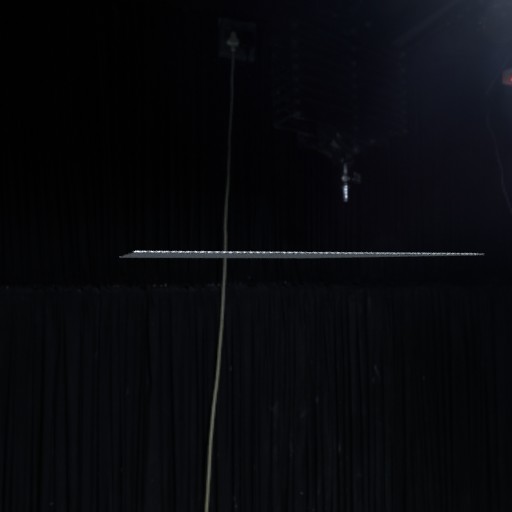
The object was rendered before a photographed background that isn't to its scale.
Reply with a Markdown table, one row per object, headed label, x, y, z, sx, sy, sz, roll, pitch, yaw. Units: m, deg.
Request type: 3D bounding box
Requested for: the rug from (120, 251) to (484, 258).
| label | x | y | z | sx | sy | sz | roll | pitch | yaw |
| --- | --- | --- | --- | --- | --- | --- | --- | --- | --- |
| rug | 0.000 | 0.000 | 4.019 | 2.312 | 0.013 | 2.940 | 0 | -1 | -18 |
